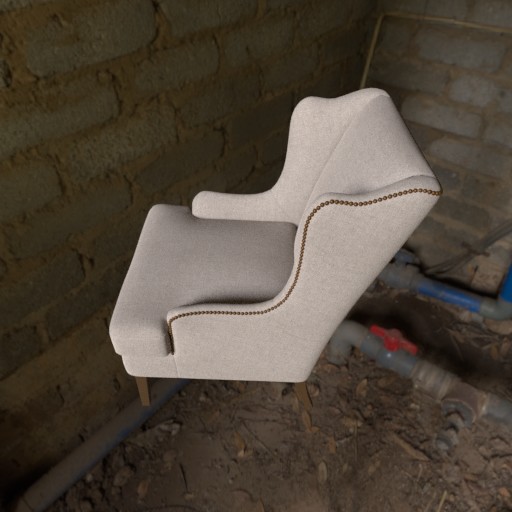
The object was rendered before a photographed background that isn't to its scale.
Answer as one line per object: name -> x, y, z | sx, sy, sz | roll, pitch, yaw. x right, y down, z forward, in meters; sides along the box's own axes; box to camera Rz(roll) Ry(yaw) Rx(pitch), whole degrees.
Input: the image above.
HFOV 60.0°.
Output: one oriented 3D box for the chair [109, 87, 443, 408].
chair -> 0.000, 0.000, 1.638 | 0.940, 1.029, 0.737 | 1, 41, 1
